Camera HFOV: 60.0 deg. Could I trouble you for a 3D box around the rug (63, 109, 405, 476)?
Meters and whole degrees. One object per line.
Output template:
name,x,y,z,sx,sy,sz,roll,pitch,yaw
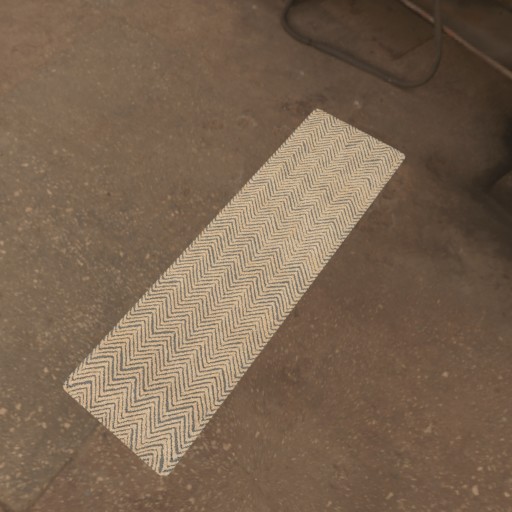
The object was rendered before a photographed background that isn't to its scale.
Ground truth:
rug,0.000,0.000,2.489,0.686,0.008,2.286,34,68,16
